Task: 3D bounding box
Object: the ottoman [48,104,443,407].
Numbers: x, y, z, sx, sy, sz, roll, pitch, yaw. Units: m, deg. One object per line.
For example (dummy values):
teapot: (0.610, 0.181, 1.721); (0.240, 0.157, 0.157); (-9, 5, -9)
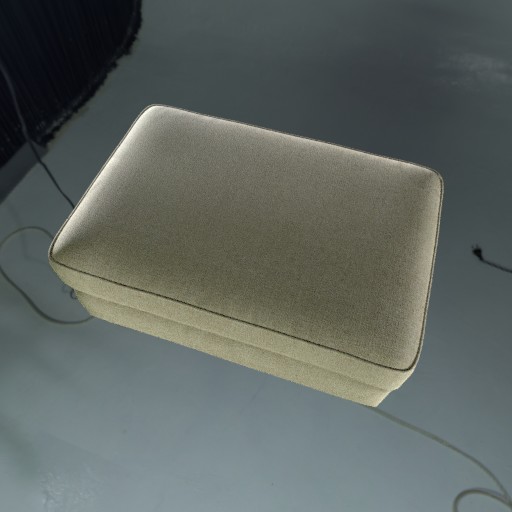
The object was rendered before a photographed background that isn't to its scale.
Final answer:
ottoman: (0.000, 0.000, 1.250); (0.862, 0.484, 0.583); (16, 60, 9)
